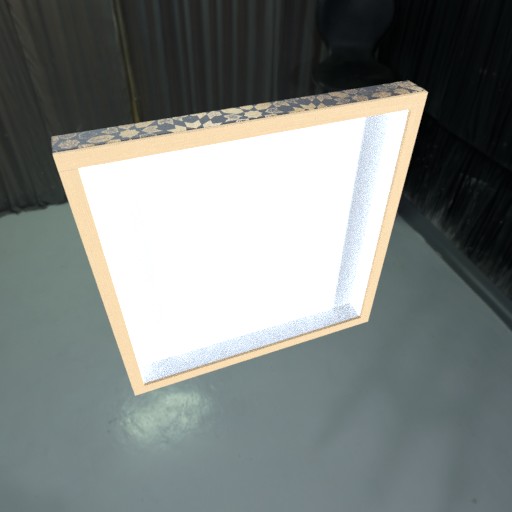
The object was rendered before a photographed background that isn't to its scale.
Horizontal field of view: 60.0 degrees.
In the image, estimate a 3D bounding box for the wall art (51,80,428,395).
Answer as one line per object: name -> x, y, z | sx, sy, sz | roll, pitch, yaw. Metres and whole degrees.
wall art -> 0.000, 0.000, 0.599 | 0.405, 0.405, 0.038 | -14, 44, -15
